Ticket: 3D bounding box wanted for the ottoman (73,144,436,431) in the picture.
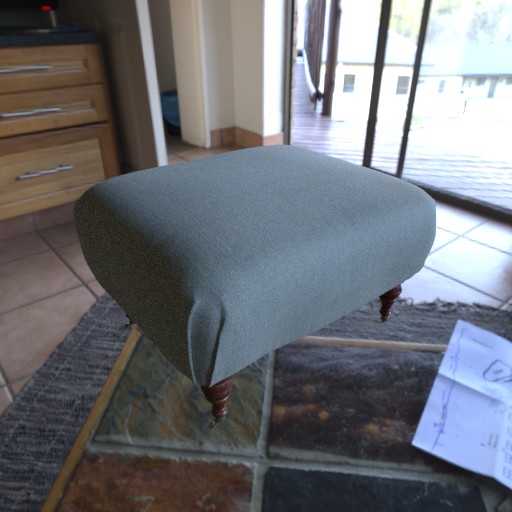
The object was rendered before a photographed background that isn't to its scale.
[{"bbox_3d":[0.000,0.000,1.160,0.747,0.450,0.622,-21,36,-33],"label":"ottoman"}]
